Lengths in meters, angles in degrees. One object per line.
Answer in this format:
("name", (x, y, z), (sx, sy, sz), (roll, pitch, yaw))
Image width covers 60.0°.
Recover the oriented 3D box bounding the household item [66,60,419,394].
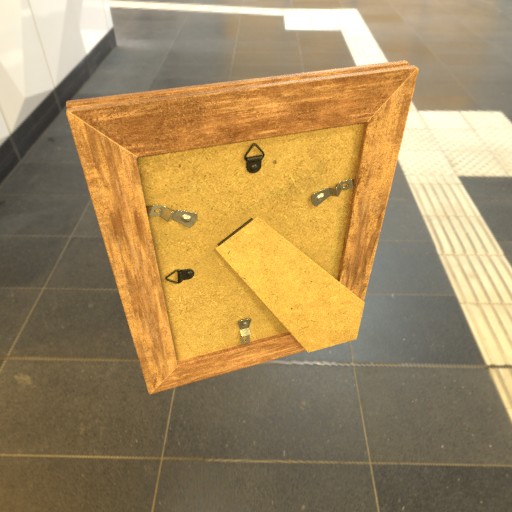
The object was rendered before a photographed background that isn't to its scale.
("household item", (0.000, 0.000, 0.306), (0.186, 0.237, 0.018), (-12, 43, -14))
